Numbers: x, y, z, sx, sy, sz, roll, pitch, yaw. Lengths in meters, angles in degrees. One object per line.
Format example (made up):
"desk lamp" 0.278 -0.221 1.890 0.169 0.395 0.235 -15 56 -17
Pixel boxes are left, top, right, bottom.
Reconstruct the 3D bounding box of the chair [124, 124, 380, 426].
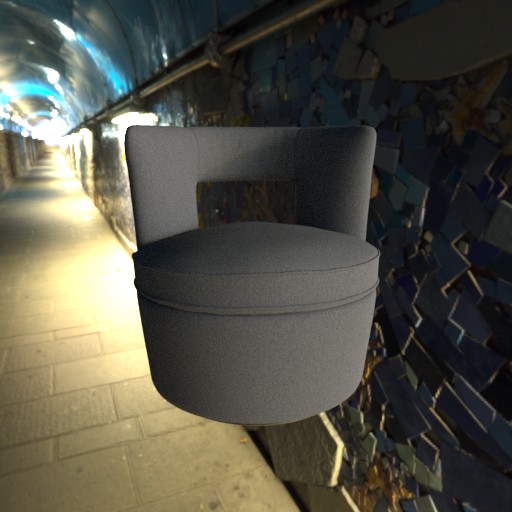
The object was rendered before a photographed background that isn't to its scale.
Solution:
"chair" 0.000 0.000 1.259 0.689 0.719 0.660 -2 15 -8
